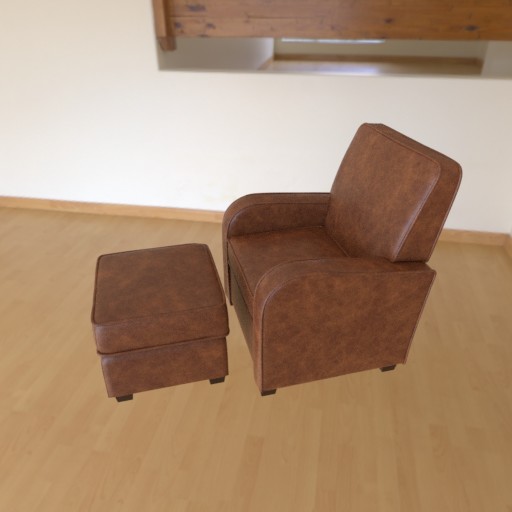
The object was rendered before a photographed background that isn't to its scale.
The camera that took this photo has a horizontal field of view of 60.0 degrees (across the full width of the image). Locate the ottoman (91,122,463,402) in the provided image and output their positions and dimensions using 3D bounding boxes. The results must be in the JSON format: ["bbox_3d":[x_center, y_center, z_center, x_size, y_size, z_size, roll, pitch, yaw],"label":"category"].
[{"bbox_3d":[0.000,0.000,1.836,1.314,0.904,0.732,-8,32,-12],"label":"ottoman"}]
